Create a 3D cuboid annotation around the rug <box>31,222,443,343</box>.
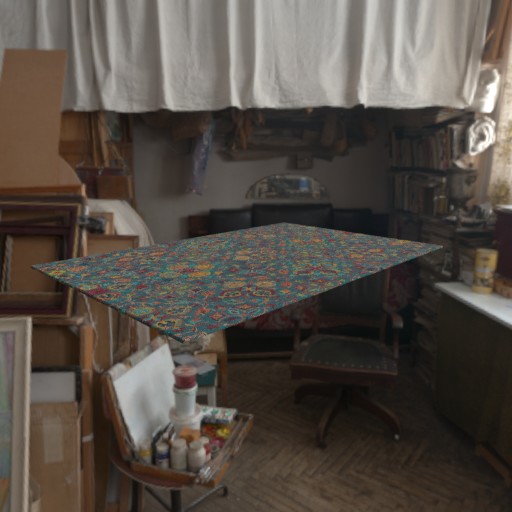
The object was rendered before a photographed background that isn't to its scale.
[{"bbox_3d":[0.000,0.000,2.331,1.216,0.014,1.836,13,19,43],"label":"rug"}]
